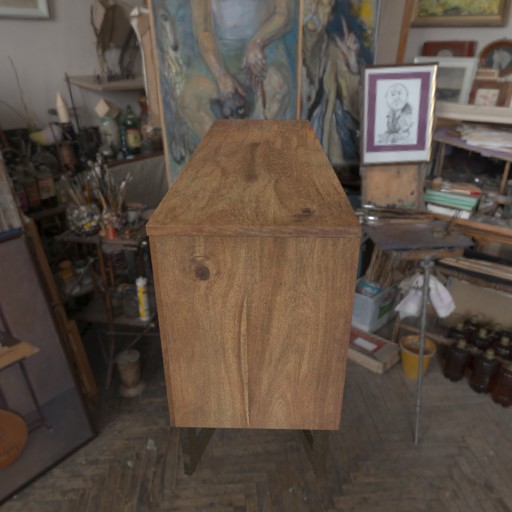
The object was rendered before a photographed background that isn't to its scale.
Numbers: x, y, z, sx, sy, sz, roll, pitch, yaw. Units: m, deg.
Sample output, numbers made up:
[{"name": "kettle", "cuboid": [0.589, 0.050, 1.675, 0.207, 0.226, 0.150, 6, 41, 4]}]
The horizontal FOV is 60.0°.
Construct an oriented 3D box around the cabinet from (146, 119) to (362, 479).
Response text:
[{"name": "cabinet", "cuboid": [0.000, 0.000, 1.725, 0.480, 0.812, 1.373, 1, 26, 1]}]
